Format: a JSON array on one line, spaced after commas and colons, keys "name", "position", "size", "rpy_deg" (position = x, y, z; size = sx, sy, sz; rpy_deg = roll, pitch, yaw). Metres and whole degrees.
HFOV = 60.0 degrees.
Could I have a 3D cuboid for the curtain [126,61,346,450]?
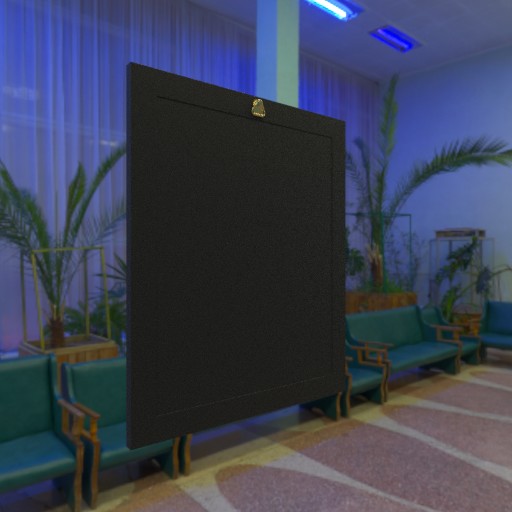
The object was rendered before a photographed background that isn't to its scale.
[{"name": "curtain", "position": [0.000, 0.000, 0.818], "size": [0.483, 0.585, 0.027], "rpy_deg": [0, 0, -38]}]
